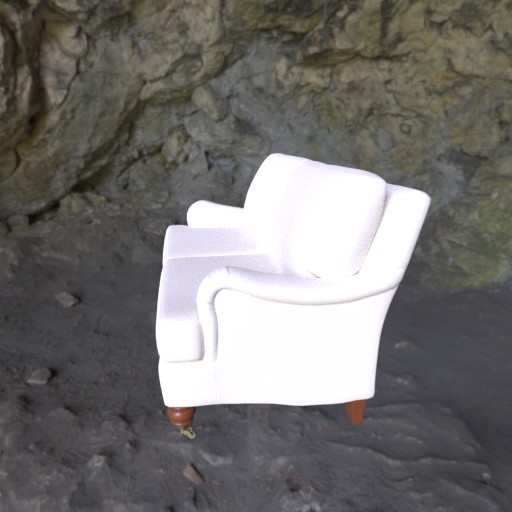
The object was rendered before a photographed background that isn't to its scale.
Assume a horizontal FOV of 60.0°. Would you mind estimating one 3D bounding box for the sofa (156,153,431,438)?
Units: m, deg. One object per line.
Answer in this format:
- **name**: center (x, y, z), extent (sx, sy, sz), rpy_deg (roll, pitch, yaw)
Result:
- **sofa**: center (0.000, 0.000, 2.575), extent (1.084, 1.101, 1.853), rpy_deg (-3, 16, -9)
